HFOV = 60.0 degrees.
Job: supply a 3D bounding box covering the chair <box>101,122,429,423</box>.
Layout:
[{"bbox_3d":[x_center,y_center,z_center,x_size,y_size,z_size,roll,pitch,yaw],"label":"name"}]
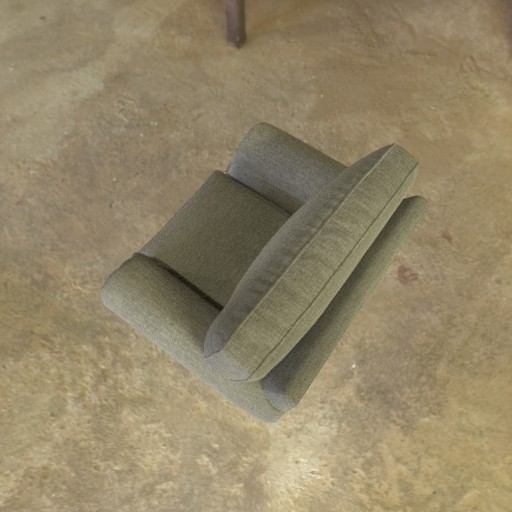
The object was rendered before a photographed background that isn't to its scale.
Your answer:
[{"bbox_3d":[0.000,0.000,1.889,0.965,0.961,1.092,33,69,15],"label":"chair"}]
